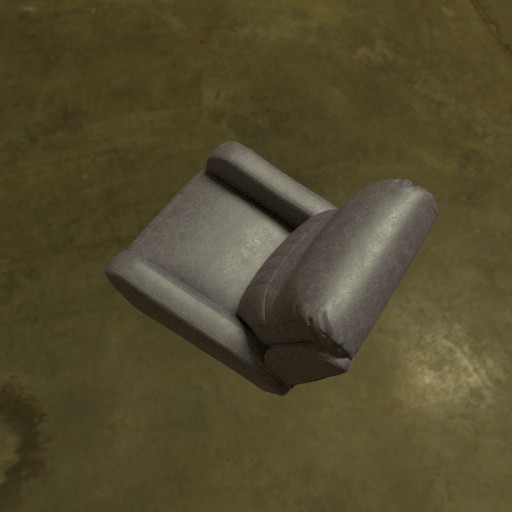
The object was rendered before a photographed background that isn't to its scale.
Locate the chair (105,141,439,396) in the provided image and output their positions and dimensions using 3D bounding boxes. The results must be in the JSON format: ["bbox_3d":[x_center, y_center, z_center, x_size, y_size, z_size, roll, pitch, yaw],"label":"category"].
[{"bbox_3d":[0.000,0.000,1.859,1.067,1.067,0.865,31,67,15],"label":"chair"}]
